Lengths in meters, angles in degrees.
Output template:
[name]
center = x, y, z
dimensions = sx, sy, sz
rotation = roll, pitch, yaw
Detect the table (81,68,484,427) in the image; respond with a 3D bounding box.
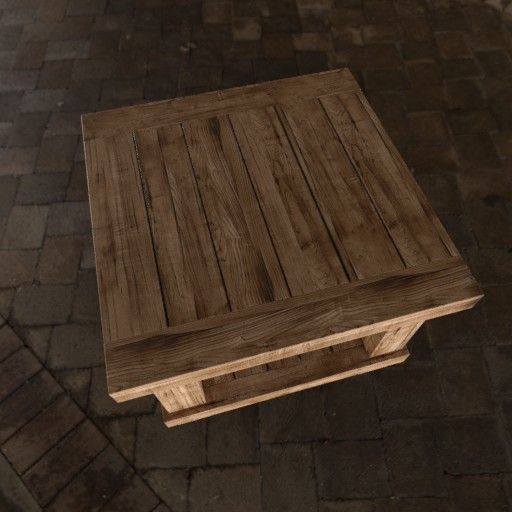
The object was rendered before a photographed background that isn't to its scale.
[table]
center = 0.000, 0.000, 1.031
dimensions = 0.610, 0.457, 0.610
rotation = -13, 60, -8
